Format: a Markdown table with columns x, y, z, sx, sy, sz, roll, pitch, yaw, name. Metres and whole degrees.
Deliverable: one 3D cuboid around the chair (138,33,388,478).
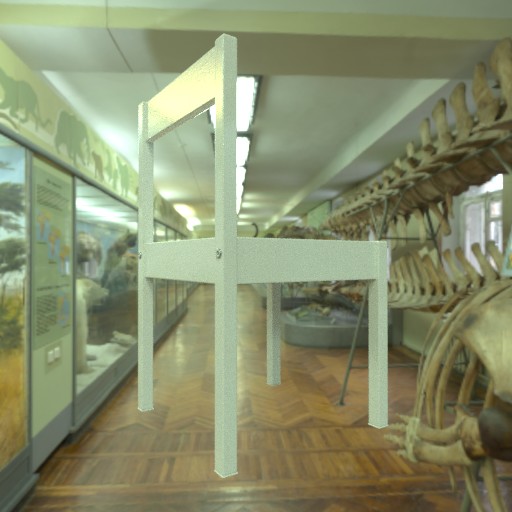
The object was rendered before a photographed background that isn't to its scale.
| x | y | z | sx | sy | sz | roll | pitch | yaw | name |
| --- | --- | --- | --- | --- | --- | --- | --- | --- | --- |
| 0.000 | 0.000 | 0.698 | 0.285 | 0.505 | 0.285 | 0 | 0 | -34 | chair |
